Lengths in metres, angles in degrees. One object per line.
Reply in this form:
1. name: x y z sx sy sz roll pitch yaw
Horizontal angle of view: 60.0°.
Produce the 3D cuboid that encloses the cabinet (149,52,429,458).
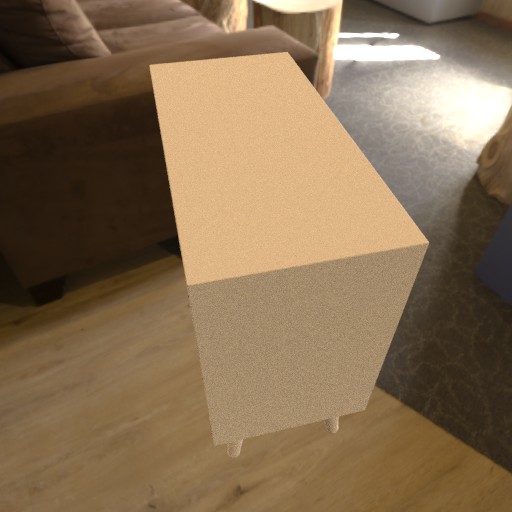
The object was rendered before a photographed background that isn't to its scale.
1. cabinet: 0.000 0.000 1.216 0.398 0.761 0.800 -10 46 -9
